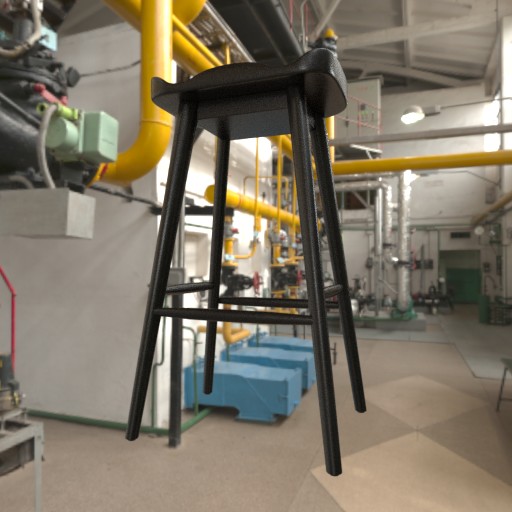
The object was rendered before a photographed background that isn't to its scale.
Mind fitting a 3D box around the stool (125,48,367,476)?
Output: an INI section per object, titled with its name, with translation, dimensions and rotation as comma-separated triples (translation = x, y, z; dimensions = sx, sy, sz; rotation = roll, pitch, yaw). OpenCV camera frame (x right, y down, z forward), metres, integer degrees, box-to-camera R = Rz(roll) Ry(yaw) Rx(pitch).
[stool]
translation = 0.000, 0.000, 0.989
dimensions = 0.440, 0.749, 0.361
rotation = 0, -1, 21
